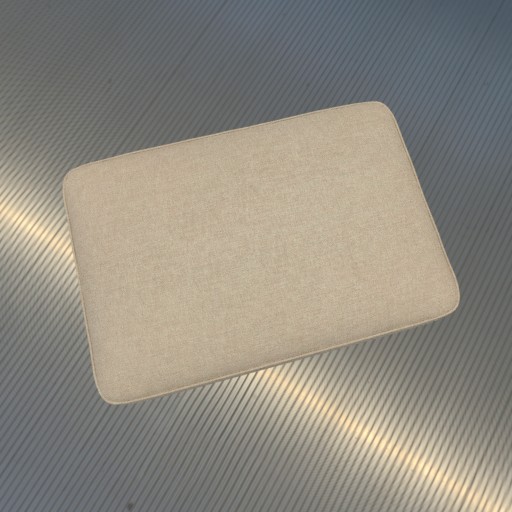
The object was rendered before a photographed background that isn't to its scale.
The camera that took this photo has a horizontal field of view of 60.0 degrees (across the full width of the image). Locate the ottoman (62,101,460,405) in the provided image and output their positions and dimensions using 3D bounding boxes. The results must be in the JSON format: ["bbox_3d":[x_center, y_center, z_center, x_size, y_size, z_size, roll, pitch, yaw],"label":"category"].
[{"bbox_3d":[0.000,0.000,1.153,0.813,0.458,0.559,-14,77,-3],"label":"ottoman"}]
